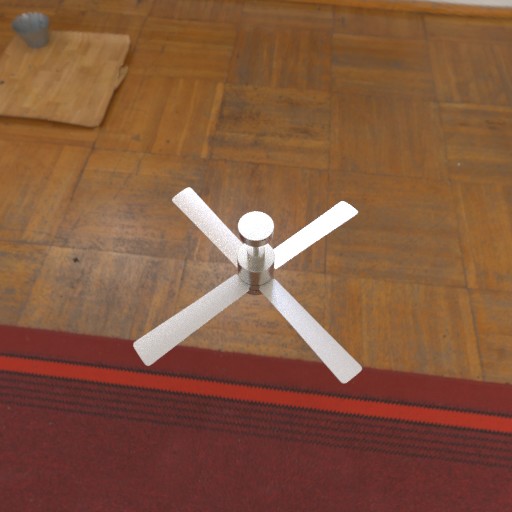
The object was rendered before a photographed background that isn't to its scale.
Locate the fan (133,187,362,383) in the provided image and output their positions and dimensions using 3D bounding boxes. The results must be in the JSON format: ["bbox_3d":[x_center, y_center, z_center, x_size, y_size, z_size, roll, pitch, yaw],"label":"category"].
[{"bbox_3d":[0.000,0.000,2.347,1.525,0.539,1.525,-34,64,-20],"label":"fan"}]
